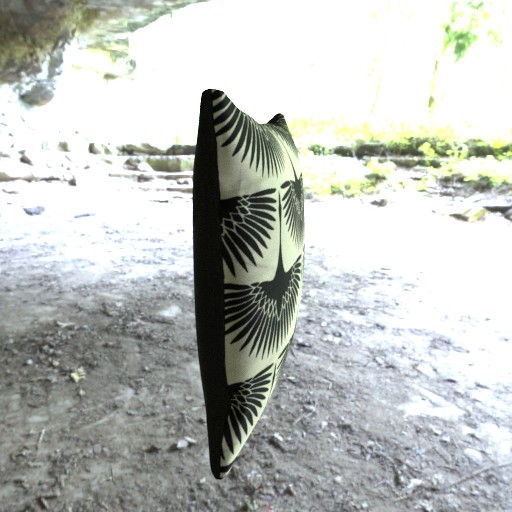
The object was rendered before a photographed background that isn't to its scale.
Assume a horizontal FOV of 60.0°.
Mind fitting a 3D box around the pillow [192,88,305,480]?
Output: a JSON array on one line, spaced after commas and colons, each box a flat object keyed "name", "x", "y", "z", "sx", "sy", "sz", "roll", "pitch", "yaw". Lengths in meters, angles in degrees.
[{"name": "pillow", "x": 0.000, "y": 0.000, "z": 0.665, "sx": 0.139, "sy": 0.432, "sz": 0.432, "roll": 3, "pitch": 15, "yaw": 11}]
